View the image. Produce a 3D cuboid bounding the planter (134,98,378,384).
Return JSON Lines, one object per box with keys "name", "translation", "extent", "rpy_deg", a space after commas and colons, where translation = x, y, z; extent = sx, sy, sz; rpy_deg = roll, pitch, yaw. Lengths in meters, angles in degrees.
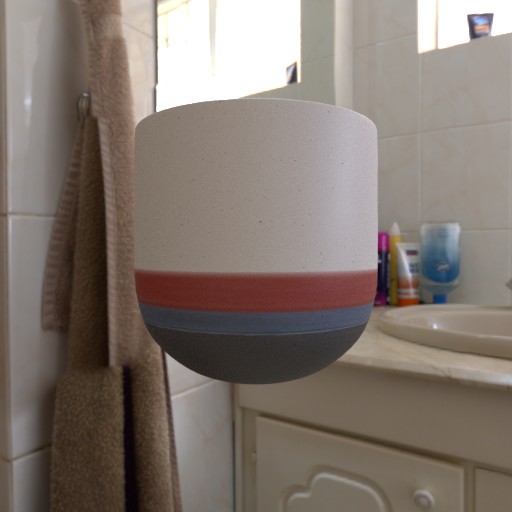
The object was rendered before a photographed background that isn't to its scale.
{"name": "planter", "translation": [0.000, 0.000, 0.506], "extent": [0.268, 0.270, 0.268], "rpy_deg": [0, 1, 0]}
